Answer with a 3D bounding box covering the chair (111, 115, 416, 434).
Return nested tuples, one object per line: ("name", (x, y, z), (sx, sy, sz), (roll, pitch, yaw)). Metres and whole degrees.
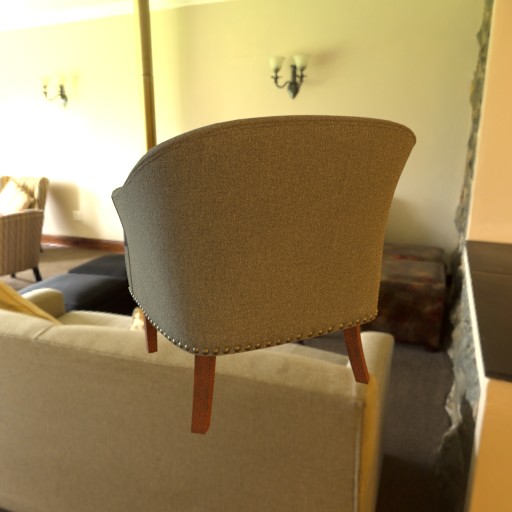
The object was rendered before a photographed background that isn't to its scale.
("chair", (0.000, 0.000, 1.396), (0.798, 0.815, 0.704), (-7, 16, -26))
